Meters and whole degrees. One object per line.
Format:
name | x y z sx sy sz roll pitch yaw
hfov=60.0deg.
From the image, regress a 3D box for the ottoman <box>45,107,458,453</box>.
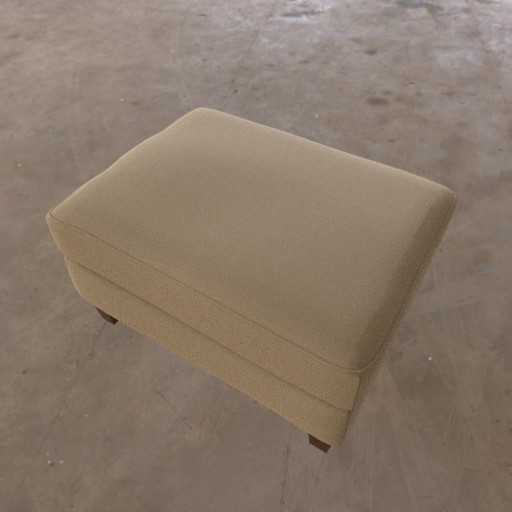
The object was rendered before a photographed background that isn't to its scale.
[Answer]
ottoman | 0.000 0.000 1.191 0.818 0.485 0.634 25 52 21
